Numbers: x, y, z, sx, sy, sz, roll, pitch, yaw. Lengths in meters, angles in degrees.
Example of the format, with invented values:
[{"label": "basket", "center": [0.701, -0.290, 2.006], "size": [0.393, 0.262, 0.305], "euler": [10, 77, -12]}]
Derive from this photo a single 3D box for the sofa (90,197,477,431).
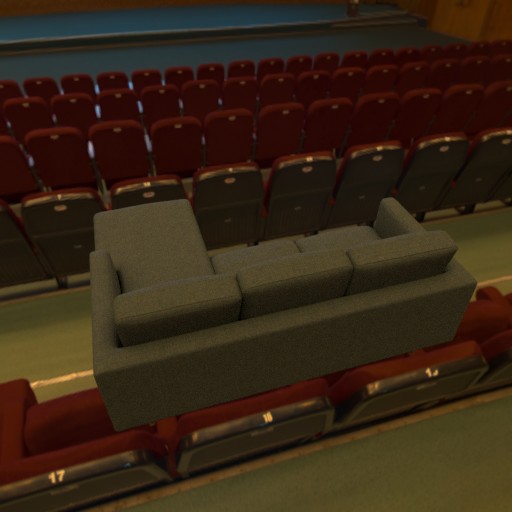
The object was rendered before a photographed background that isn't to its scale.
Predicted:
[{"label": "sofa", "center": [0.000, 0.000, 2.953], "size": [2.055, 0.957, 1.667], "euler": [-11, 42, -13]}]
